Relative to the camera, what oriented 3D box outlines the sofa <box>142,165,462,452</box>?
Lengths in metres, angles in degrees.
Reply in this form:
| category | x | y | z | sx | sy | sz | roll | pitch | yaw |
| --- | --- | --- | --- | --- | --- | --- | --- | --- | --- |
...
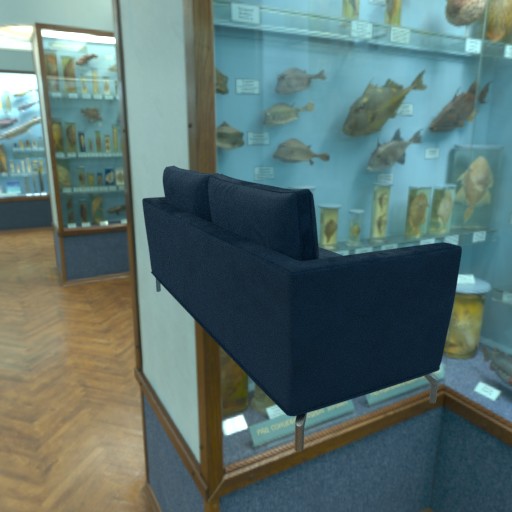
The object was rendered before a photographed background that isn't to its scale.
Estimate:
| category | x | y | z | sx | sy | sz | roll | pitch | yaw |
| --- | --- | --- | --- | --- | --- | --- | --- | --- | --- |
| sofa | 0.000 | 0.000 | 2.680 | 0.853 | 0.998 | 2.212 | -7 | 16 | -26 |
